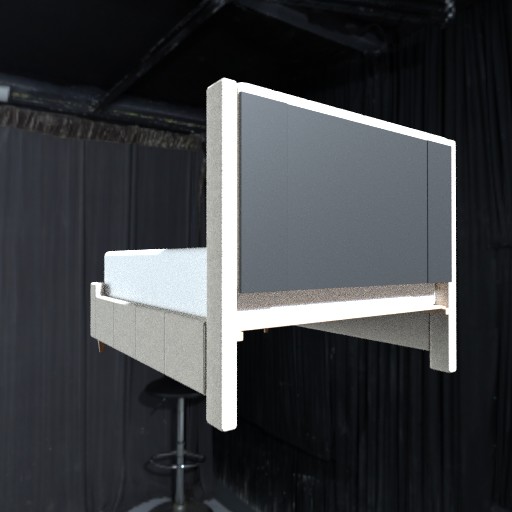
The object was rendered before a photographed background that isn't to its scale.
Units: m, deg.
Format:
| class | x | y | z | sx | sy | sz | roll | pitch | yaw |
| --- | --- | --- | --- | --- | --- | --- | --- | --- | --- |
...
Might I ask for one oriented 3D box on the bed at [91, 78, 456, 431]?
| class | x | y | z | sx | sy | sz | roll | pitch | yaw |
| --- | --- | --- | --- | --- | --- | --- | --- | --- | --- |
| bed | 0.000 | 0.000 | 3.688 | 2.045 | 1.743 | 2.370 | 0 | 0 | -35 |
